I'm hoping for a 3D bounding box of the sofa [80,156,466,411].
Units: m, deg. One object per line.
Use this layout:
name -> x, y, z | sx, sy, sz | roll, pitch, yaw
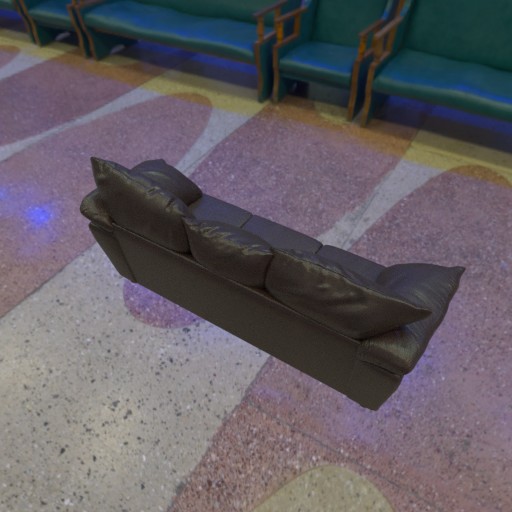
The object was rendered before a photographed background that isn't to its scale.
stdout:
sofa -> 0.000, 0.000, 2.926 | 2.390, 1.091, 0.907 | 24, 50, 22
